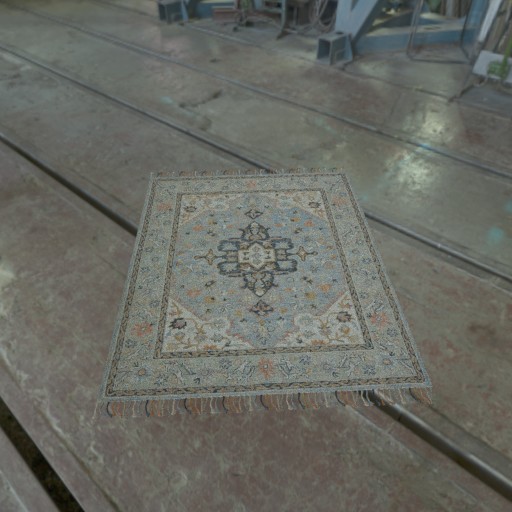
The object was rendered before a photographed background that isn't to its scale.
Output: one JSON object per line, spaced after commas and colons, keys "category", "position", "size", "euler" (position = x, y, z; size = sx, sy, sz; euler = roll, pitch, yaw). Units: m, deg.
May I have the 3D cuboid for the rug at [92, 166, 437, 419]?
{"category": "rug", "position": [0.000, 0.000, 4.223], "size": [2.379, 0.011, 3.221], "euler": [-2, 41, -2]}
